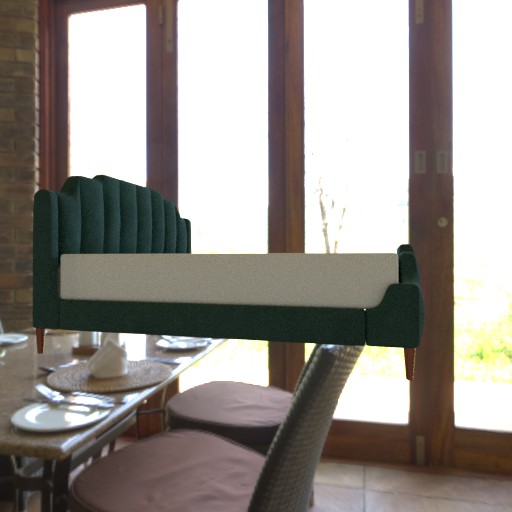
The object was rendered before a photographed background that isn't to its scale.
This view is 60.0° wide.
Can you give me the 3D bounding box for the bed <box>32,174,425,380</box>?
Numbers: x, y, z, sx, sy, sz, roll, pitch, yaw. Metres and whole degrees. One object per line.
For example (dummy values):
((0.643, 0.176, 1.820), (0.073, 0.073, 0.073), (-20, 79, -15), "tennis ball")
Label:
((0.000, 0.000, 3.457), (2.340, 1.245, 2.074), (0, 0, 17), "bed")
